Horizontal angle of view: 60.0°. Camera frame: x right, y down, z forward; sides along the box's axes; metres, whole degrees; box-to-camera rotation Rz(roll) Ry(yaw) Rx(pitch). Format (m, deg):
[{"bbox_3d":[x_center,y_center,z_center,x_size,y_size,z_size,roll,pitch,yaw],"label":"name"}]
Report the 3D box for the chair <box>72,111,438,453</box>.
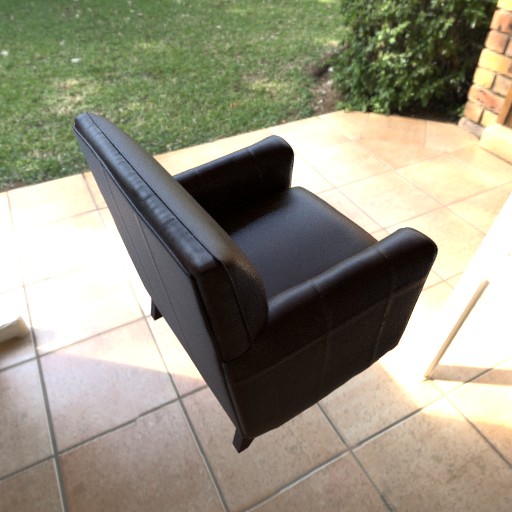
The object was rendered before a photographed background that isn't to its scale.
[{"bbox_3d":[0.000,0.000,1.553,0.823,0.943,0.870,-24,48,-24],"label":"chair"}]
